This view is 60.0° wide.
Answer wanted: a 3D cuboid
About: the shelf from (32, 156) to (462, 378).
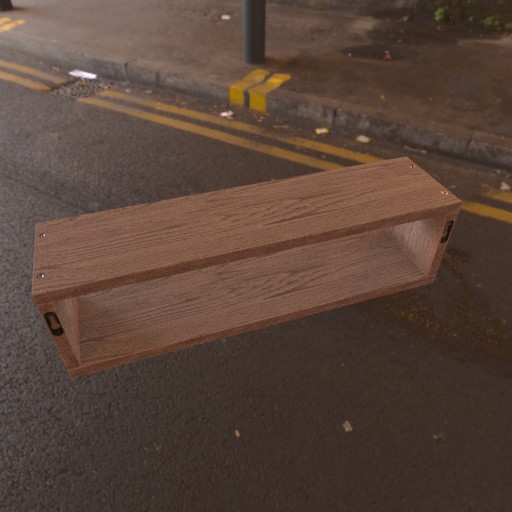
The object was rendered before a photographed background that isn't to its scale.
[{"bbox_3d":[0.000,0.000,0.706,0.610,0.170,0.150,-13,42,-14],"label":"shelf"}]
